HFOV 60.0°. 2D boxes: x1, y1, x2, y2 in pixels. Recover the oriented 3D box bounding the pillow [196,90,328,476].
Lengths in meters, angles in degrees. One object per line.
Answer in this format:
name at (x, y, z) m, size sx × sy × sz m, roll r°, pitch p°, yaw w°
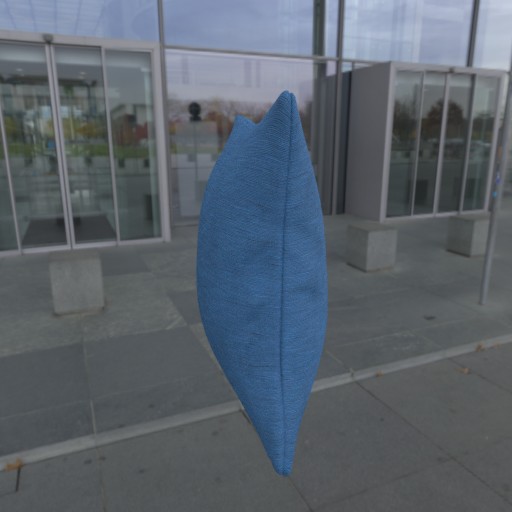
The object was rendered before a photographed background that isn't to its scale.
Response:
pillow at (0.000, 0.000, 0.655) m, size 0.177 × 0.420 × 0.437 m, roll -2°, pitch 15°, yaw -8°
